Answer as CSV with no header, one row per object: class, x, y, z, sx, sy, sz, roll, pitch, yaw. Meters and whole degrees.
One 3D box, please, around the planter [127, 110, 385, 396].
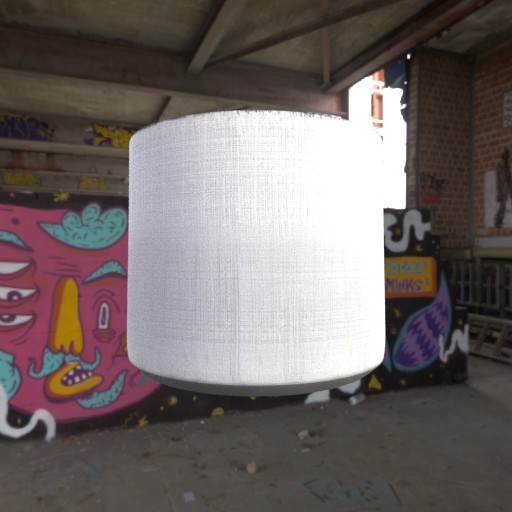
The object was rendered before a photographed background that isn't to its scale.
planter,0.000,0.000,0.454,0.254,0.221,0.254,0,0,0
